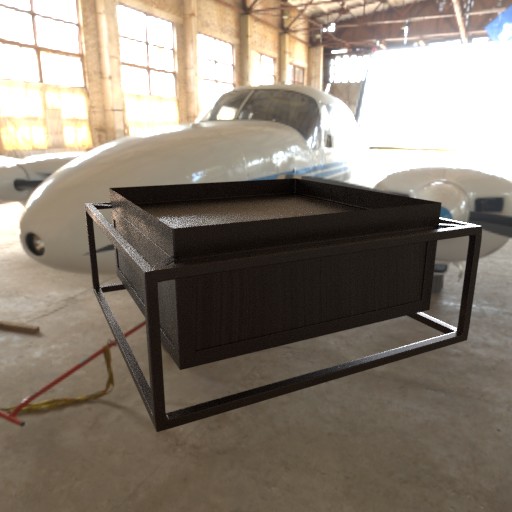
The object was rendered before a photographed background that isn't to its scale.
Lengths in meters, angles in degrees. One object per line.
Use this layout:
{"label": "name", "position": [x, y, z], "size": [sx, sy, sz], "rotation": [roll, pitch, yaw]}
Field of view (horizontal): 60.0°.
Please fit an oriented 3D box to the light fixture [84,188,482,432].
{"label": "light fixture", "position": [0.000, 0.000, 0.689], "size": [0.441, 0.191, 0.441], "rotation": [-8, 17, -26]}
